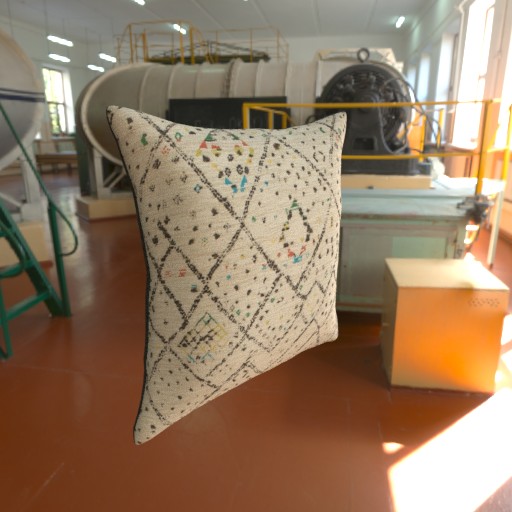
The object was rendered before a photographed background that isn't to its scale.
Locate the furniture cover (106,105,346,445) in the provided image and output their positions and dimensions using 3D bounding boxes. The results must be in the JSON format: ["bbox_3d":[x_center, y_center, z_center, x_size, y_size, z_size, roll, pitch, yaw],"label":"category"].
[{"bbox_3d":[0.000,0.000,0.783,0.180,0.498,0.525,15,22,43],"label":"furniture cover"}]
